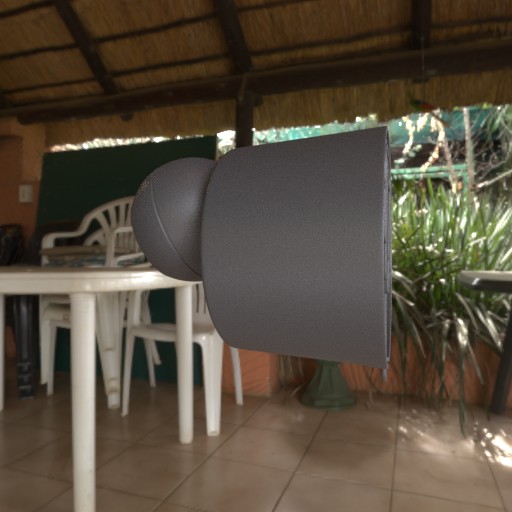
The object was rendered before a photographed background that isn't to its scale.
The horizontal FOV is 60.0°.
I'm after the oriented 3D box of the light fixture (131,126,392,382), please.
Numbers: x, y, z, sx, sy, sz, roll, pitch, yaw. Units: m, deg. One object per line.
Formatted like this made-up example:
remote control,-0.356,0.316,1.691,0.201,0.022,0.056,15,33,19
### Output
light fixture,0.000,0.000,0.277,0.160,0.143,0.134,0,0,18
